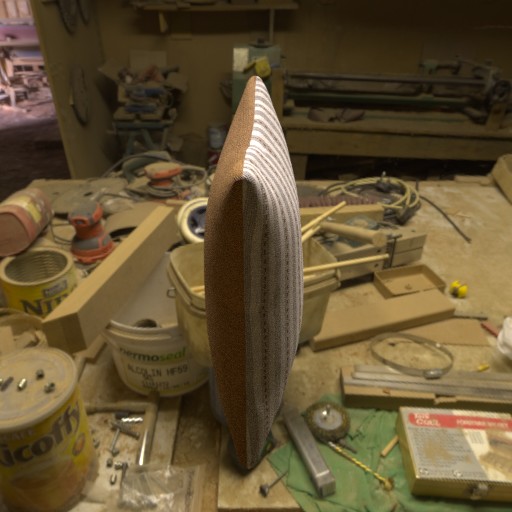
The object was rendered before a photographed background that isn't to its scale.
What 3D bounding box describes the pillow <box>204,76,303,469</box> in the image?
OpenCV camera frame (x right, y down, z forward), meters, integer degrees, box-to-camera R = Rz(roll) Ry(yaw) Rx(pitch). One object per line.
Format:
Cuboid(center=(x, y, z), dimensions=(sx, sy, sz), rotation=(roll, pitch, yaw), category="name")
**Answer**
Cuboid(center=(0.000, 0.000, 0.667), dimensions=(0.147, 0.437, 0.432), rotation=(0, 32, 0), category="pillow")
